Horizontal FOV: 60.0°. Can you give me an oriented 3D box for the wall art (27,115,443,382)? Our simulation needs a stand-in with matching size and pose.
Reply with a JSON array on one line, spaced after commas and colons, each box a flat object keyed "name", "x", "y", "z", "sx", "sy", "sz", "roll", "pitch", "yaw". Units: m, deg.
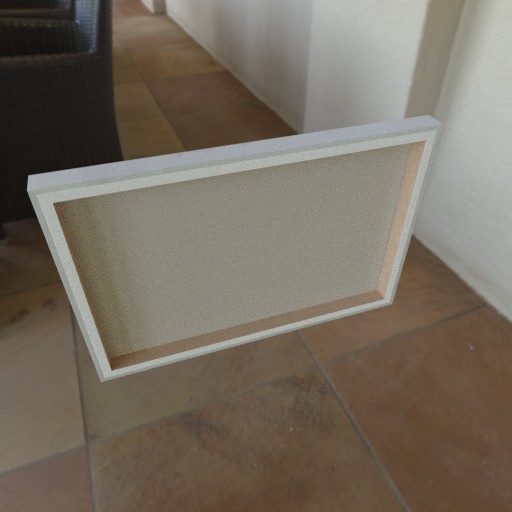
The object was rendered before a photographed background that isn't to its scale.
[{"name": "wall art", "x": 0.000, "y": 0.000, "z": 0.766, "sx": 0.609, "sy": 0.407, "sz": 0.038, "roll": -12, "pitch": 42, "yaw": -14}]
